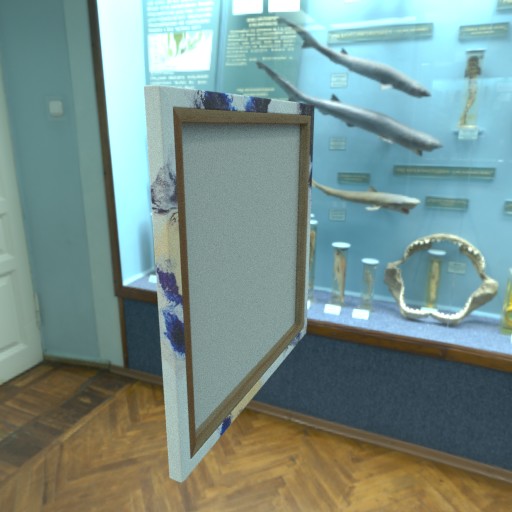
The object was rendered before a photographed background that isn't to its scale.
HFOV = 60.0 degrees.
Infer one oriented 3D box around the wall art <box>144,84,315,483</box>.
[{"bbox_3d":[0.000,0.000,1.316,0.038,0.885,0.887,8,18,24],"label":"wall art"}]
